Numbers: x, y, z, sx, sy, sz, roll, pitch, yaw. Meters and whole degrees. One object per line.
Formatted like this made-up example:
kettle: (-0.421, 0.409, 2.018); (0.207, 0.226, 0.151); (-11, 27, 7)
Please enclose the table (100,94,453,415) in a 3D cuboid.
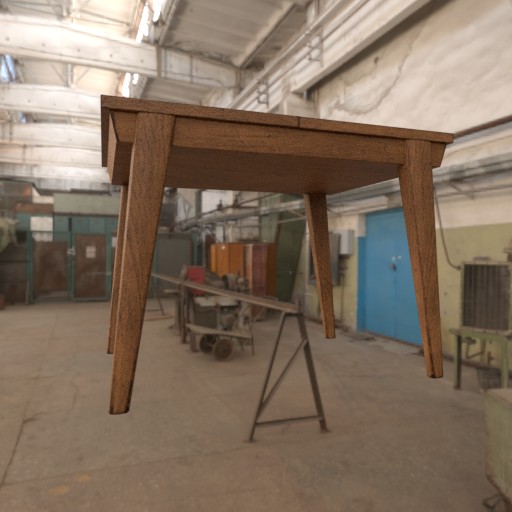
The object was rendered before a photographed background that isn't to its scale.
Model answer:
table: (0.000, 0.000, 1.560); (1.027, 0.760, 0.757); (0, 0, -19)
